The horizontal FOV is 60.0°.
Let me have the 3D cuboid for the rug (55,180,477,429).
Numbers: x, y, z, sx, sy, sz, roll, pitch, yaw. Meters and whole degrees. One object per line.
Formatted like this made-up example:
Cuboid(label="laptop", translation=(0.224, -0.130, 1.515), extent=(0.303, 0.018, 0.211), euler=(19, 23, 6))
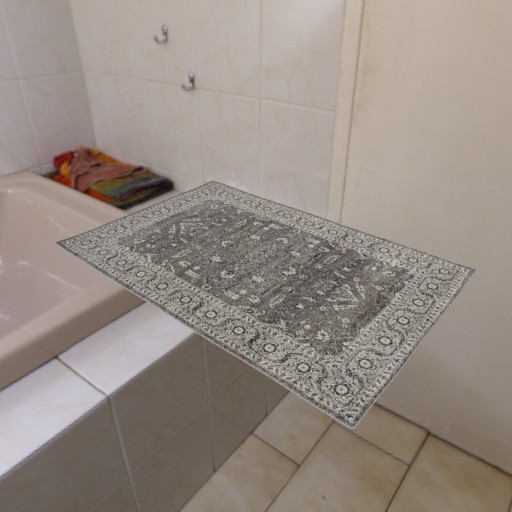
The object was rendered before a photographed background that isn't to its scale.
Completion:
Cuboid(label="rug", translation=(0.000, 0.000, 2.278), extent=(1.828, 0.019, 1.209), euler=(24, 38, 34))
